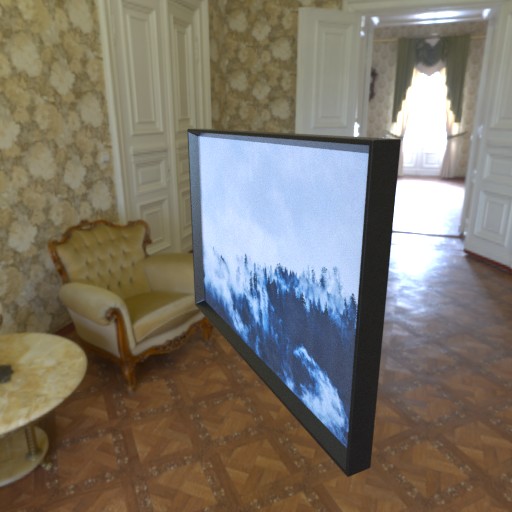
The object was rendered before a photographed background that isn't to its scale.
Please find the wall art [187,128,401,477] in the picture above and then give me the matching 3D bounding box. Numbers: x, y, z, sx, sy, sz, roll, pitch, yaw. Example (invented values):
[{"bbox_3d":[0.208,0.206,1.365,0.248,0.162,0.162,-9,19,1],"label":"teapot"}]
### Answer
[{"bbox_3d":[0.000,0.000,1.189,0.058,0.640,0.939,-8,19,-25],"label":"wall art"}]
